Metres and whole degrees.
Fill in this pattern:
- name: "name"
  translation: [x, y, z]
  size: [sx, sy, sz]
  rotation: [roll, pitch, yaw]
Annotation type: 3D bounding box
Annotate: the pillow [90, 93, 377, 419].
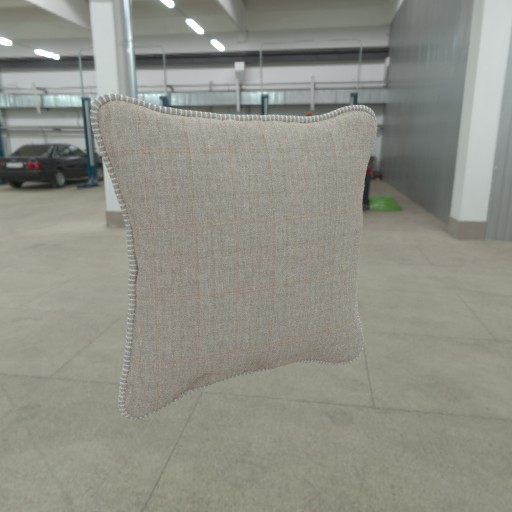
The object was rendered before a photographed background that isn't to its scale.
- name: "pillow"
  translation: [0.000, 0.000, 0.741]
  size: [0.485, 0.494, 0.124]
  rotation: [-7, 16, -26]
